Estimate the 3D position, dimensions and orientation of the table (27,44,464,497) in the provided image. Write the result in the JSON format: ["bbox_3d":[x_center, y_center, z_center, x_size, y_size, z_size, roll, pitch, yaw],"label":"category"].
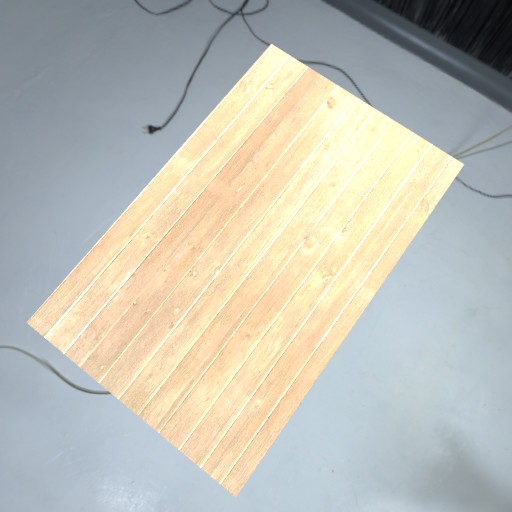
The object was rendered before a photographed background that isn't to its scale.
[{"bbox_3d":[0.000,0.000,1.662,0.827,0.413,1.299,36,78,9],"label":"table"}]
